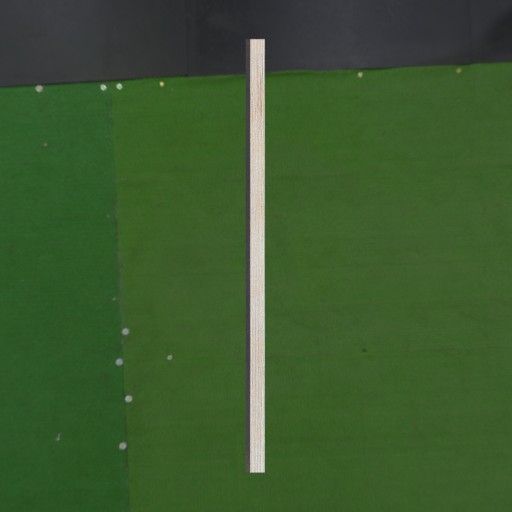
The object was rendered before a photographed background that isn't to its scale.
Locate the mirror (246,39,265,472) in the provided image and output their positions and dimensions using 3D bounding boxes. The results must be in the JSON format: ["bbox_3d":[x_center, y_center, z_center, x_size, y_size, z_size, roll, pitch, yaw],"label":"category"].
[{"bbox_3d":[0.000,0.000,1.188,0.032,0.882,0.730,0,90,0],"label":"mirror"}]
